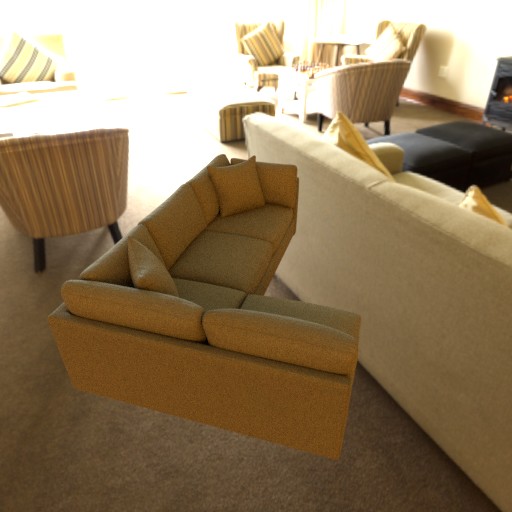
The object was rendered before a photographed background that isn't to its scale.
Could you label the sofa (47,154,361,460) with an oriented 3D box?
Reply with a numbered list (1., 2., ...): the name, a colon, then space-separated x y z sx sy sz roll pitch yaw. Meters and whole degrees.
1. sofa: 0.000 0.000 3.922 1.994 0.978 2.896 9 33 15
